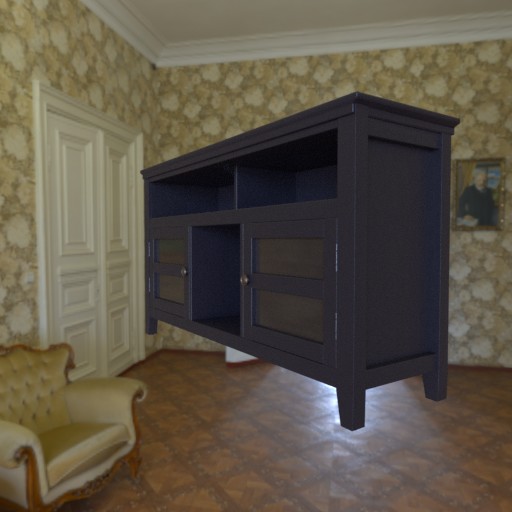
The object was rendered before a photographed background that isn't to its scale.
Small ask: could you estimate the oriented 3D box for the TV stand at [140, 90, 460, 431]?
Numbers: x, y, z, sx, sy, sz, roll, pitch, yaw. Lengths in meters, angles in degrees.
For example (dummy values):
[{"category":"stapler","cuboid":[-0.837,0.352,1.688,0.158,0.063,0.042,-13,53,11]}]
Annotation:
[{"category":"TV stand","cuboid":[0.000,0.000,1.452,0.347,0.681,1.198,-1,2,-35]}]
